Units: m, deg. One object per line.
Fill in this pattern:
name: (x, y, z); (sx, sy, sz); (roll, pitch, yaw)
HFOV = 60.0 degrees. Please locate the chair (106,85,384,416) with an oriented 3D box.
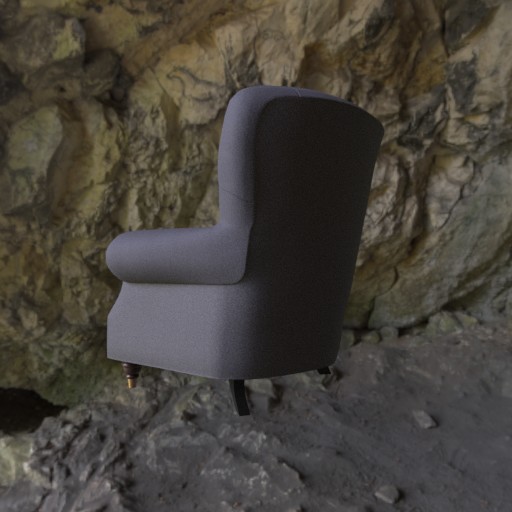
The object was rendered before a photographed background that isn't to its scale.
chair: (0.000, 0.000, 1.803); (0.983, 1.046, 0.983); (0, 1, 36)
